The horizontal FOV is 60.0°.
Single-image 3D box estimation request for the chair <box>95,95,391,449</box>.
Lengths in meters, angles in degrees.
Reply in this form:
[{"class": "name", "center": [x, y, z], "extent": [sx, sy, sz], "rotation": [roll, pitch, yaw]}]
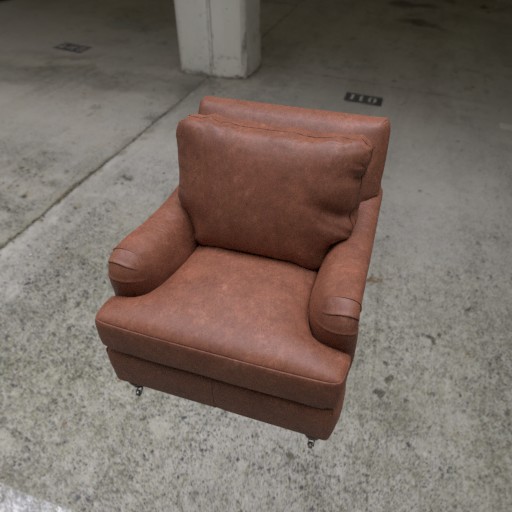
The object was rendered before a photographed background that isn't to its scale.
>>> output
[{"class": "chair", "center": [0.000, 0.000, 1.956], "extent": [0.986, 1.055, 1.158], "rotation": [12, 42, 13]}]
